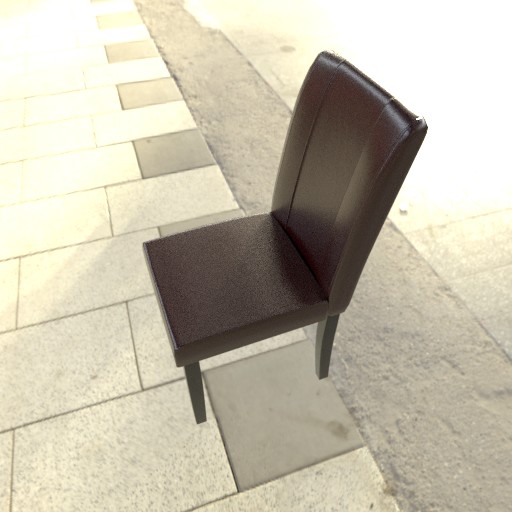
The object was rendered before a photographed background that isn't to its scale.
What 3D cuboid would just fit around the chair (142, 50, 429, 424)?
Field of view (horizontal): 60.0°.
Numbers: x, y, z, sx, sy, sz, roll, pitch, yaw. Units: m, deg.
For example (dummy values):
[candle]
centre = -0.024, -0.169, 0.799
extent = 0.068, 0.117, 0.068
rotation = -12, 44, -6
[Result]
[chair]
centre = 0.000, 0.000, 1.191
extent = 0.556, 0.897, 0.399
rotation = -15, 47, -15
